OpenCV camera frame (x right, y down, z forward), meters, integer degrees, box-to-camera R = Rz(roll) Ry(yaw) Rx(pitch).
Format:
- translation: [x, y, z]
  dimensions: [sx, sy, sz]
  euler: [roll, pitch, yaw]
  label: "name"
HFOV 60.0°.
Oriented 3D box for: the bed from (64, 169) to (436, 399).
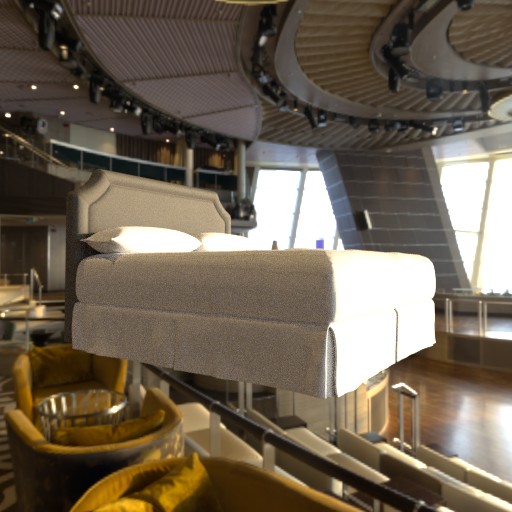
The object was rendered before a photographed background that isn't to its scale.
- translation: [0.000, 0.000, 3.885]
  dimensions: [2.536, 1.561, 2.194]
  euler: [-1, -1, 36]
  label: "bed"
